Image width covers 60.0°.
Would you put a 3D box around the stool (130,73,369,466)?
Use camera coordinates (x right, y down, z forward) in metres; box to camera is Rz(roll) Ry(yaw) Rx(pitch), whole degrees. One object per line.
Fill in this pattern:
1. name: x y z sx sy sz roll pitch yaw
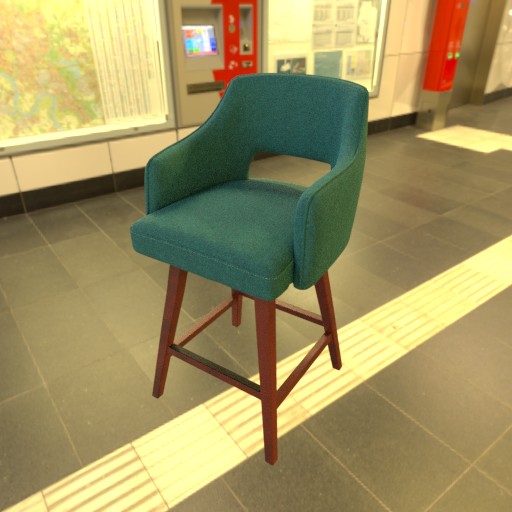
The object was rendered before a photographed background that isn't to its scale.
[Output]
1. stool: 0.000 0.000 1.326 0.548 0.961 0.556 18 34 29
